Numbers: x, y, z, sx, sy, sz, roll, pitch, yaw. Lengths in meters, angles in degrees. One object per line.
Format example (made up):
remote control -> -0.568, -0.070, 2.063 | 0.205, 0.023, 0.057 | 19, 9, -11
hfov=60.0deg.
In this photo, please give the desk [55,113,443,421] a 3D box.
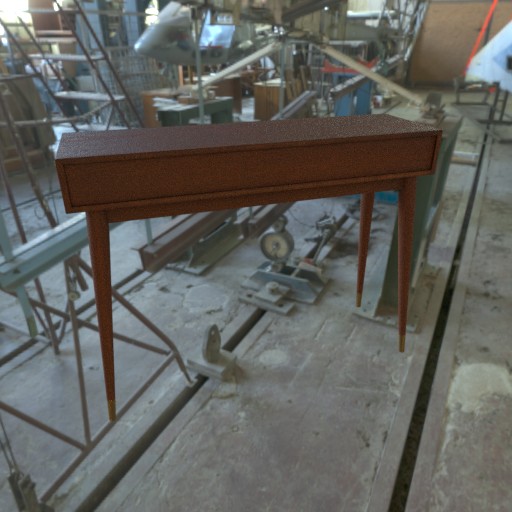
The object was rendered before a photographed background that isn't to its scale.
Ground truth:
desk -> 0.000, 0.000, 1.660 | 1.204, 0.917, 0.384 | -9, 28, -16
